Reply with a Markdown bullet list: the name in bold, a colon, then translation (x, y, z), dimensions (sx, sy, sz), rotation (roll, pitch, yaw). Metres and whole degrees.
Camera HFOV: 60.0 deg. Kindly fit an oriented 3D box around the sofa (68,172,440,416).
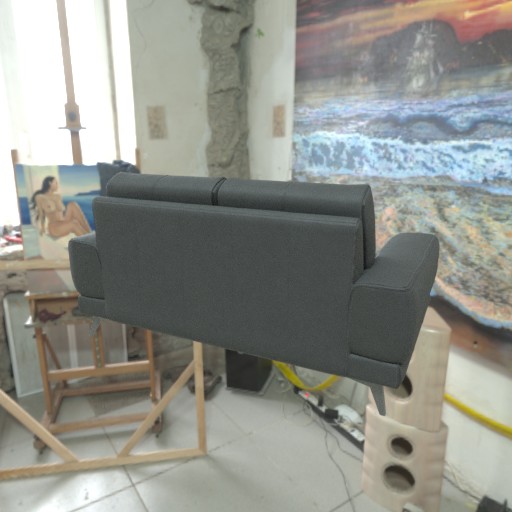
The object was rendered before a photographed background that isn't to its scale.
- **sofa**: translation (0.000, 0.000, 2.424), dimensions (1.806, 0.907, 1.018), rotation (8, 17, 25)
